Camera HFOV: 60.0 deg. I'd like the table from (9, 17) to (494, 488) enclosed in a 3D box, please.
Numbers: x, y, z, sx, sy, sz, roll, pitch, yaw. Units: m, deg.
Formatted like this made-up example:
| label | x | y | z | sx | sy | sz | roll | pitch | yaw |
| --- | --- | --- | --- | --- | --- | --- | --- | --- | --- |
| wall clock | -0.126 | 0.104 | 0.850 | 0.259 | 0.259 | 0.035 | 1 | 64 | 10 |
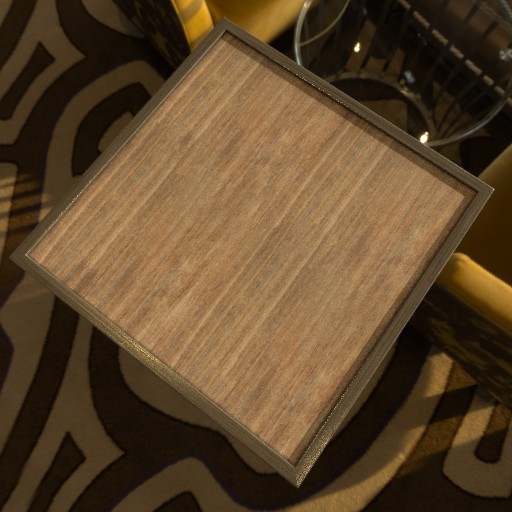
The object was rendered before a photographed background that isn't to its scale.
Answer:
| label | x | y | z | sx | sy | sz | roll | pitch | yaw |
| --- | --- | --- | --- | --- | --- | --- | --- | --- | --- |
| table | 0.000 | 0.000 | 1.024 | 0.611 | 0.507 | 0.609 | 36 | 79 | 8 |
